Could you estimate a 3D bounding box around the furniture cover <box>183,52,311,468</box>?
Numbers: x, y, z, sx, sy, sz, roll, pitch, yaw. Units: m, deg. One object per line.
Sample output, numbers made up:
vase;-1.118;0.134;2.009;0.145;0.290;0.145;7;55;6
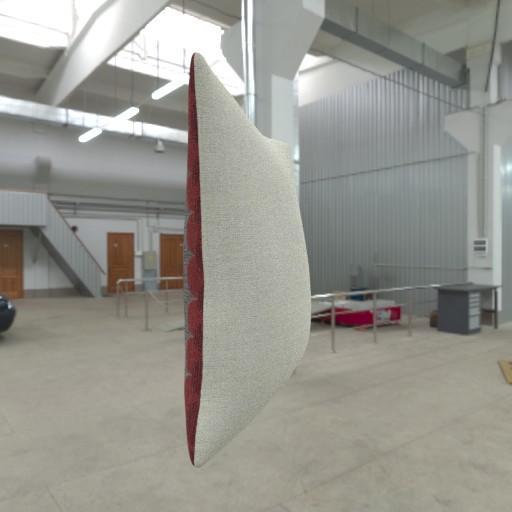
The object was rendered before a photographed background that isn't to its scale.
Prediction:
furniture cover;0.000;0.000;0.644;0.145;0.420;0.435;0;1;16
